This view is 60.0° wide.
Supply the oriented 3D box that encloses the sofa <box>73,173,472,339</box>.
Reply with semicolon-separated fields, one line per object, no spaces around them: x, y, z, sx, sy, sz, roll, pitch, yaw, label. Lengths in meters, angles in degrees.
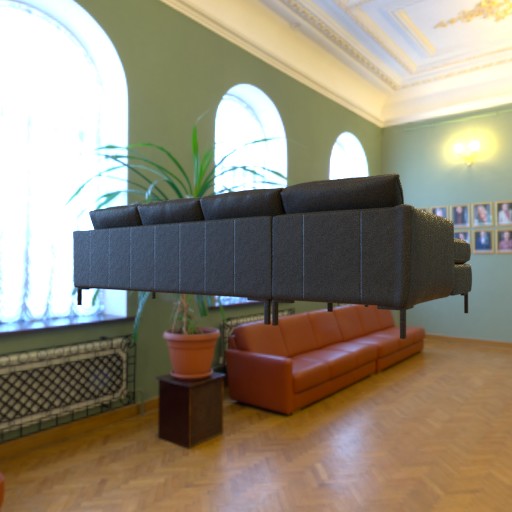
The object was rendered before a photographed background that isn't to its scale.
0.000;0.000;3.621;2.993;0.859;1.471;-1;-1;37;sofa
